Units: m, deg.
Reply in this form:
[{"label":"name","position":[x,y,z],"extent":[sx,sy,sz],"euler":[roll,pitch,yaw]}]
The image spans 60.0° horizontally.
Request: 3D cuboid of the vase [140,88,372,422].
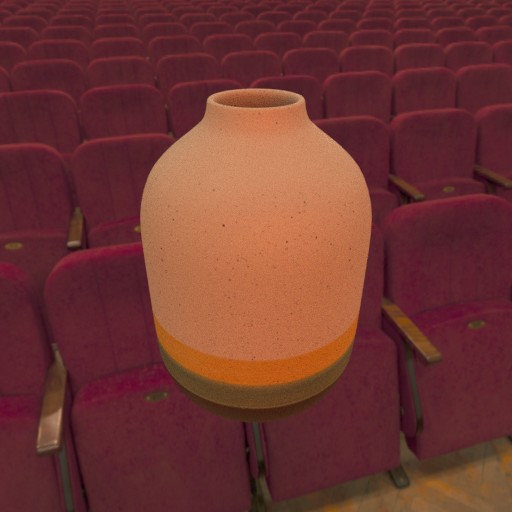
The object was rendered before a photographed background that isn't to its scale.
[{"label":"vase","position":[0.000,0.000,0.350],"extent":[0.169,0.240,0.169],"euler":[0,31,0]}]
